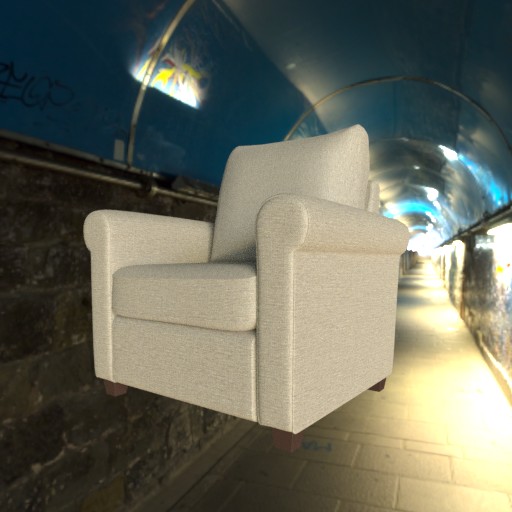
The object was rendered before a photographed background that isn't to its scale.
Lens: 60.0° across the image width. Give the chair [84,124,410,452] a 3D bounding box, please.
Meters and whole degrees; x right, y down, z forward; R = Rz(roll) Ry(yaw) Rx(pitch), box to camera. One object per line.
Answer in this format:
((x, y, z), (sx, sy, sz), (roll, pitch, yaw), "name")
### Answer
((0.000, 0.000, 2.261), (1.275, 1.349, 1.180), (1, 1, 37), "chair")
